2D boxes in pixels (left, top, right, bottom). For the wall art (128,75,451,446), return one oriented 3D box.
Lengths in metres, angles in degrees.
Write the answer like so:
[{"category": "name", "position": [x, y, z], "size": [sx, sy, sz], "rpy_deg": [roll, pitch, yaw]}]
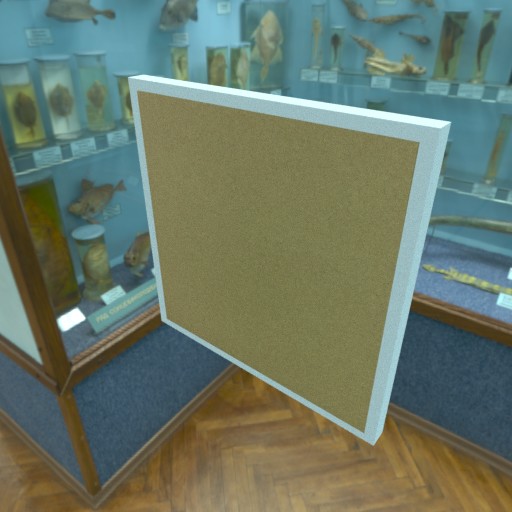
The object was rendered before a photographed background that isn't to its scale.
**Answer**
[{"category": "wall art", "position": [0.000, 0.000, 0.441], "size": [0.307, 0.307, 0.020], "rpy_deg": [22, 37, 32]}]
